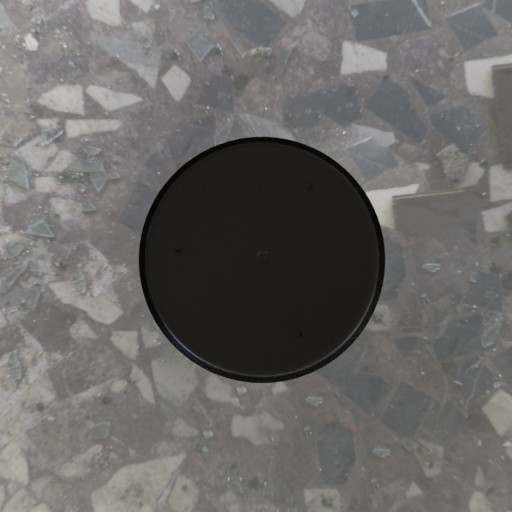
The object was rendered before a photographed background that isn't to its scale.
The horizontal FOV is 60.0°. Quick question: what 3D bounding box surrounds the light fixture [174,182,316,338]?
[{"bbox_3d":[0.000,0.000,1.705,0.605,1.410,0.608,0,91,1],"label":"light fixture"}]
